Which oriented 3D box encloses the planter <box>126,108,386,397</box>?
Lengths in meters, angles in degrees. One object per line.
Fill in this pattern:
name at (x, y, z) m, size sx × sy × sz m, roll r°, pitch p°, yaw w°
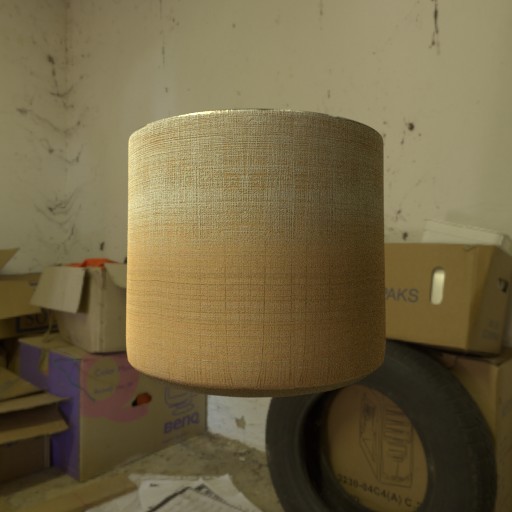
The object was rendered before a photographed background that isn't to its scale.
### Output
planter at (0.000, 0.000, 0.451) m, size 0.254 × 0.221 × 0.254 m, roll 0°, pitch 0°, yaw 0°
